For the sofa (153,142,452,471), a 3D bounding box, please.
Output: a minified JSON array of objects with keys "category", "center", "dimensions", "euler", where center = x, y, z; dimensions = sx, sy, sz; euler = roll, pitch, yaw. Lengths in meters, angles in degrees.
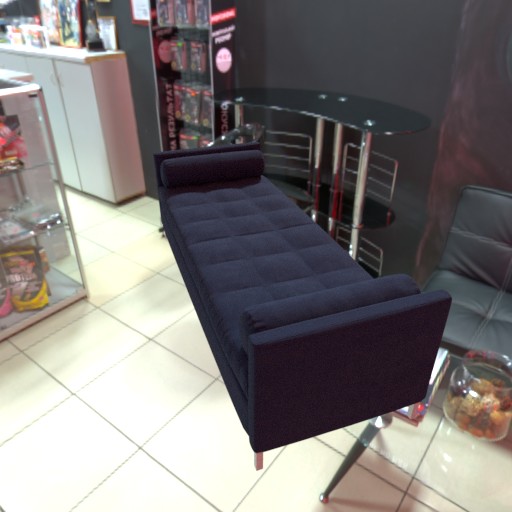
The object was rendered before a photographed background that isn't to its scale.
[{"category":"sofa","center":[0.000,0.000,2.486],"dimensions":[0.797,0.657,2.102],"euler":[-10,32,-17]}]
